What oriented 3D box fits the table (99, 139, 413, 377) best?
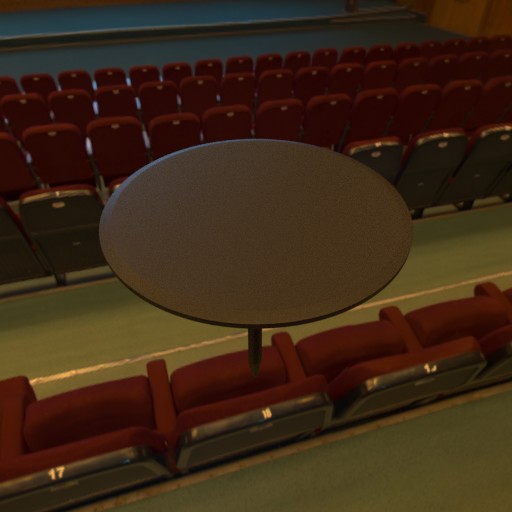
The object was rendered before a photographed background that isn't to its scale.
[{"bbox_3d":[0.000,0.000,1.437,0.900,0.400,0.900,0,41,0],"label":"table"}]
